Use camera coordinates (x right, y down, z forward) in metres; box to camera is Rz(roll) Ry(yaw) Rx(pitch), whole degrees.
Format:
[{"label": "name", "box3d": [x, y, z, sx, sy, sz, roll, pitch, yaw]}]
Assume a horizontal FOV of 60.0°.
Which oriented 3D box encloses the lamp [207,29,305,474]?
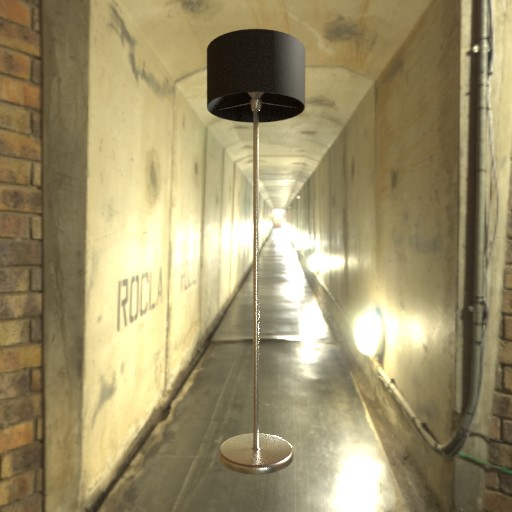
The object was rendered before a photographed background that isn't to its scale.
[{"label": "lamp", "box3d": [0.000, 0.000, 1.588, 0.348, 1.443, 0.348, 1, 1, 35]}]
